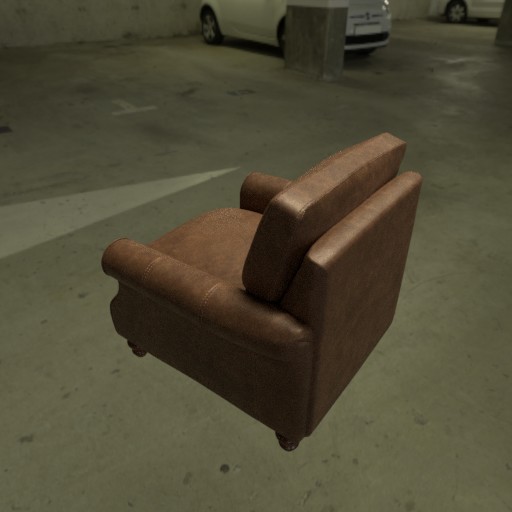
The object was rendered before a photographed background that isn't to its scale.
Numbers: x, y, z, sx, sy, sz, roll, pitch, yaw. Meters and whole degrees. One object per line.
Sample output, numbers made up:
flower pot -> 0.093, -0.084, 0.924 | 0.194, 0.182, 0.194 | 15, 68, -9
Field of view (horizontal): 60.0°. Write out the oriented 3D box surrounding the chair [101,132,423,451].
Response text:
chair -> 0.000, 0.000, 1.812 | 1.002, 0.976, 0.996 | 21, 38, 30
